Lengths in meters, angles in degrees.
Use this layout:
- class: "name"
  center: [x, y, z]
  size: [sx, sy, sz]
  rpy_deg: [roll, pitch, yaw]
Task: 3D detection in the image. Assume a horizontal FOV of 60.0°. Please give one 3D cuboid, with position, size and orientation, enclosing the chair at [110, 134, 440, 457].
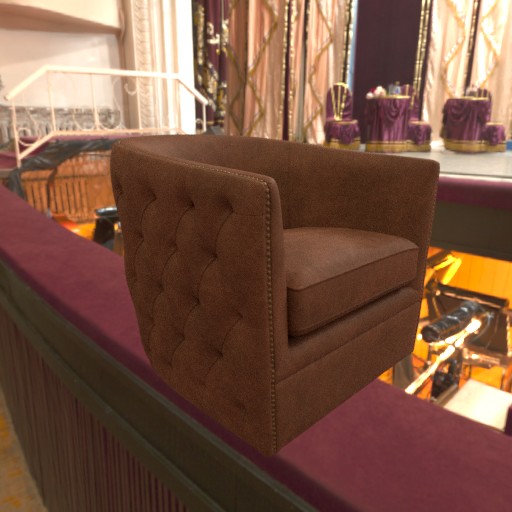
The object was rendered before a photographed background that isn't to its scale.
- class: "chair"
  center: [0.000, 0.000, 1.506]
  size: [0.870, 0.790, 0.850]
  rpy_deg: [15, 22, 43]
